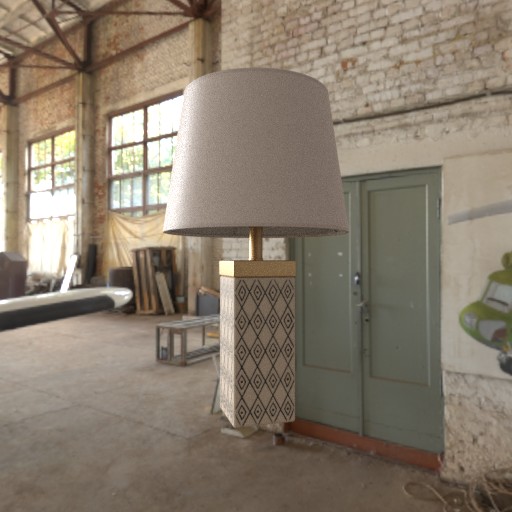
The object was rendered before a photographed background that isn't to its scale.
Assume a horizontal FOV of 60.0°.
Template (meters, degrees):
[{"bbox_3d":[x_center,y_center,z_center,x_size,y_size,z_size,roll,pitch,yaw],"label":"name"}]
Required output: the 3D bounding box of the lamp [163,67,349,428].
[{"bbox_3d":[0.000,0.000,0.610,0.251,0.435,0.251,0,-1,0],"label":"lamp"}]
